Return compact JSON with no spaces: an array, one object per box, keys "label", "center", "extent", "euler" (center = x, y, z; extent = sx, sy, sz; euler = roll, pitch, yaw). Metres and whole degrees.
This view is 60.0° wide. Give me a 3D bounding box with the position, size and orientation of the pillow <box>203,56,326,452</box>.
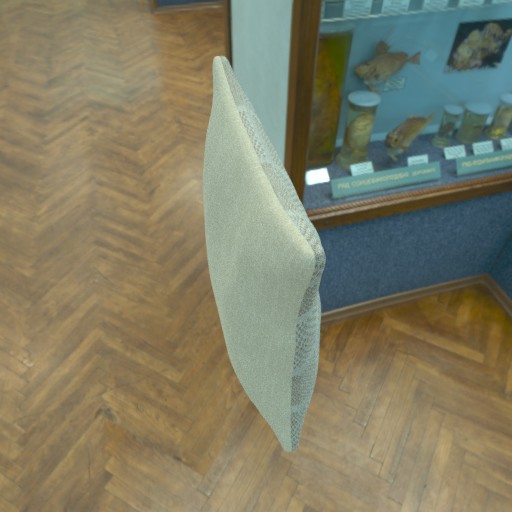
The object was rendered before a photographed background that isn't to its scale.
[{"label":"pillow","center":[0.000,0.000,0.671],"extent":[0.138,0.432,0.436],"euler":[-10,47,-10]}]
